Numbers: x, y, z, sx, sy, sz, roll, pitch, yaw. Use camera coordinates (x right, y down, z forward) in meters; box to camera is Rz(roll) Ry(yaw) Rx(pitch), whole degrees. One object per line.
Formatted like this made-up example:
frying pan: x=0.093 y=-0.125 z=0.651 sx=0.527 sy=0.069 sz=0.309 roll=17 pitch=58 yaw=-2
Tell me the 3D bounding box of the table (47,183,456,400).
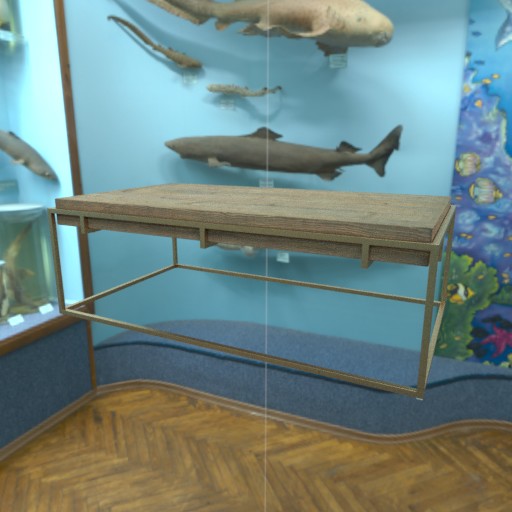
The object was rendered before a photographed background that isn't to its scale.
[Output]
table: x=0.000 y=0.000 z=1.767 sx=1.387 sy=0.468 sz=0.775 roll=7 pitch=16 yaw=26
